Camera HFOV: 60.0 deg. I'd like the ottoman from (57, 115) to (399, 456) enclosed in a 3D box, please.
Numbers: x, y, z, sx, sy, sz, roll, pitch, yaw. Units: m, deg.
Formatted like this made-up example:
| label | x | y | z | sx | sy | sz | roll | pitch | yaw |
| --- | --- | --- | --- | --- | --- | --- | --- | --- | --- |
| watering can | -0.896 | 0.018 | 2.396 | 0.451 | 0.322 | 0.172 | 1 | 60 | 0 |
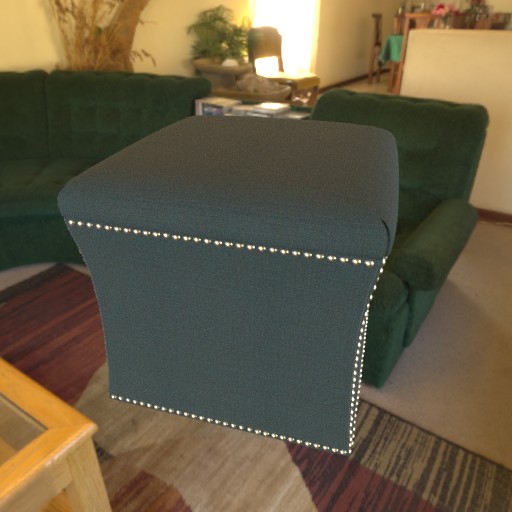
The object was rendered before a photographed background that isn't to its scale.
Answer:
| label | x | y | z | sx | sy | sz | roll | pitch | yaw |
| --- | --- | --- | --- | --- | --- | --- | --- | --- | --- |
| ottoman | 0.000 | 0.000 | 0.889 | 0.497 | 0.475 | 0.507 | 8 | 31 | 14 |
